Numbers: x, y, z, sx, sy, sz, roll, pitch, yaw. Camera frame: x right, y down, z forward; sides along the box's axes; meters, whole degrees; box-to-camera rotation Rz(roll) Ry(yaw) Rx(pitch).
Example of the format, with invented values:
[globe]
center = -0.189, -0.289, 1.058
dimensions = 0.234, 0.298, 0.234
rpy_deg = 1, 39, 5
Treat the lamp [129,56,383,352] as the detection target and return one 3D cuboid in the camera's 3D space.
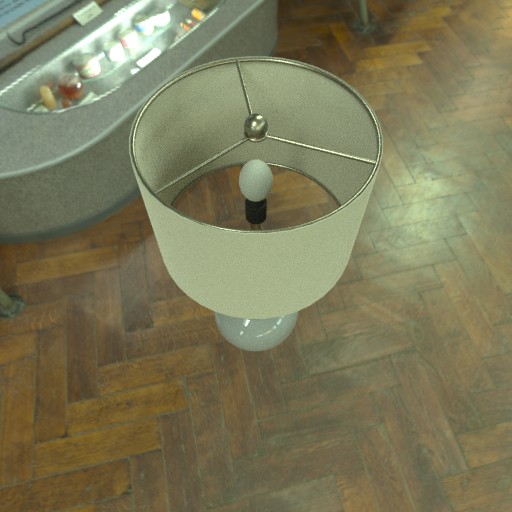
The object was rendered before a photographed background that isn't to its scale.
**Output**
[lamp]
center = 0.000, 0.000, 0.931
dimensions = 0.367, 0.730, 0.367
rpy_deg = 1, 57, 1
